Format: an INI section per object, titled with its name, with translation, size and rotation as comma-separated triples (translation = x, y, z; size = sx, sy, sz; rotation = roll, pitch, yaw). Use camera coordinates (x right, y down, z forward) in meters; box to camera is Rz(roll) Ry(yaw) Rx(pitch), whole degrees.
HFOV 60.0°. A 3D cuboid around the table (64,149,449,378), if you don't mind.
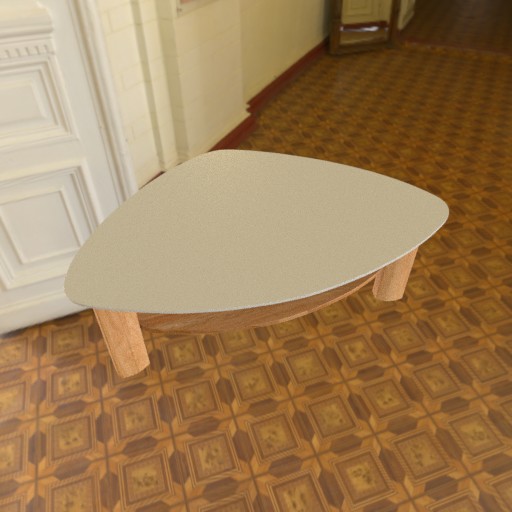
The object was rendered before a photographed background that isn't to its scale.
[table]
translation = 0.000, 0.000, 1.649
size = 1.250, 0.440, 0.850
rotation = -13, 44, -14
